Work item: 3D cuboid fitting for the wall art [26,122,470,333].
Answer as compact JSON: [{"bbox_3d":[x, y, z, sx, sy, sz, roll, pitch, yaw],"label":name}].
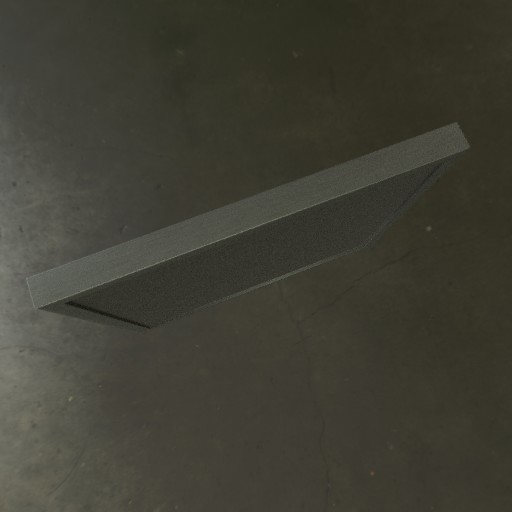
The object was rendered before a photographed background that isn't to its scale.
[{"bbox_3d":[0.000,0.000,0.524,0.380,0.330,0.028,-21,78,-5],"label":"wall art"}]
